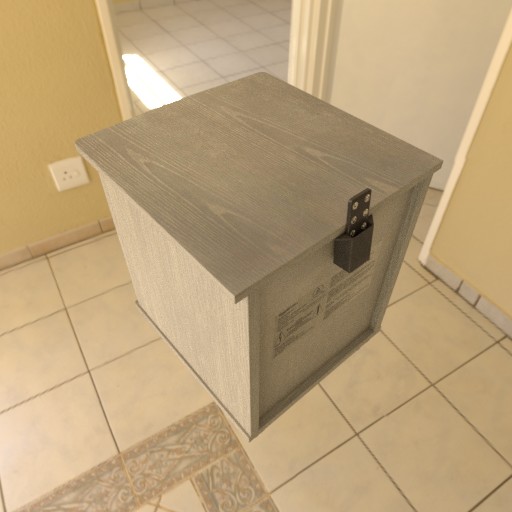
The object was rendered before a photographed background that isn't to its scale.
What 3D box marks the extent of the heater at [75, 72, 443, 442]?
[{"bbox_3d":[0.000,0.000,0.760,0.362,0.481,0.400,-32,54,-27],"label":"heater"}]
